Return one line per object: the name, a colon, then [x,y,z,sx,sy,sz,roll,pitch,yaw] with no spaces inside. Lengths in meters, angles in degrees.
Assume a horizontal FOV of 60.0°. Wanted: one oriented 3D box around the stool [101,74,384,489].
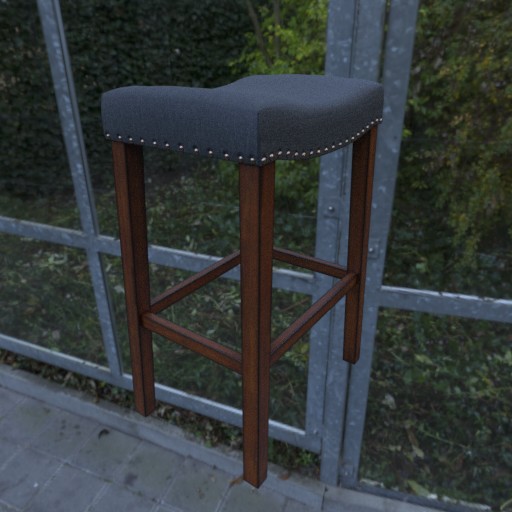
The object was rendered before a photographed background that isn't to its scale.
stool: [0.000,0.000,1.010,0.366,0.748,0.502,17,30,31]
